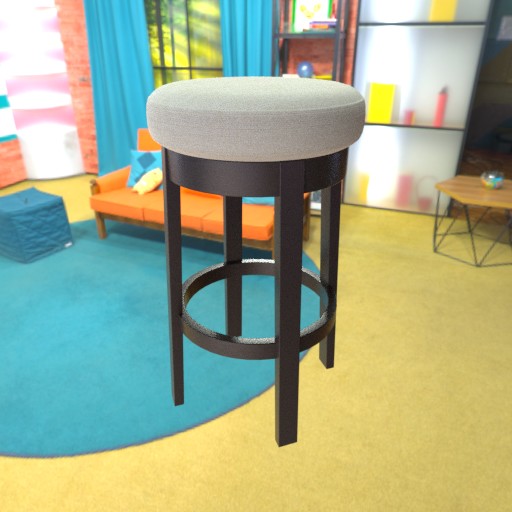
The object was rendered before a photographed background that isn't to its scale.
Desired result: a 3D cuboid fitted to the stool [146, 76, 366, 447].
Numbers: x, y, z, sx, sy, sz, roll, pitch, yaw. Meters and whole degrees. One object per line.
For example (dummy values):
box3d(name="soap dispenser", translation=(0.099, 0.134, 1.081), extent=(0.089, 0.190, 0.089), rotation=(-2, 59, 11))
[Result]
box3d(name="stool", translation=(0.000, 0.000, 1.028), extent=(0.446, 0.758, 0.446), rotation=(0, 26, 0))
